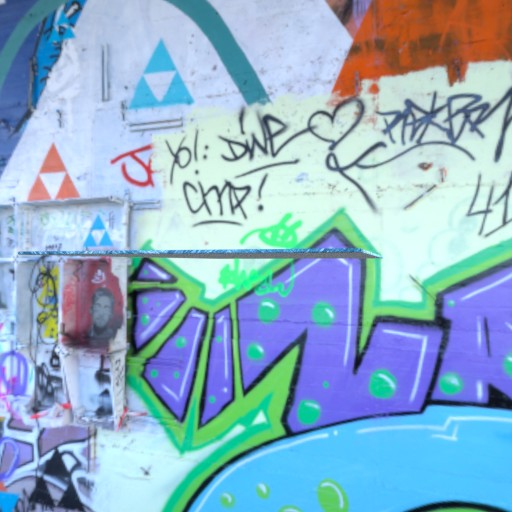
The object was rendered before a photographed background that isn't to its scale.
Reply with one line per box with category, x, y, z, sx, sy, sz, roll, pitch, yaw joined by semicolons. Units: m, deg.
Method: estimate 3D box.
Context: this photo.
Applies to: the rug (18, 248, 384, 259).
rug;0.000;0.000;2.819;1.490;0.015;2.277;0;-1;18
